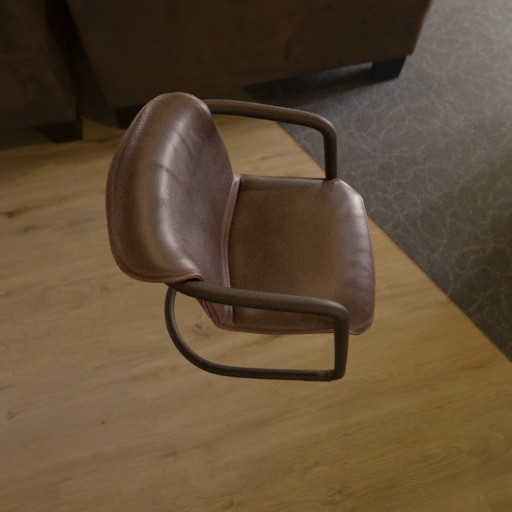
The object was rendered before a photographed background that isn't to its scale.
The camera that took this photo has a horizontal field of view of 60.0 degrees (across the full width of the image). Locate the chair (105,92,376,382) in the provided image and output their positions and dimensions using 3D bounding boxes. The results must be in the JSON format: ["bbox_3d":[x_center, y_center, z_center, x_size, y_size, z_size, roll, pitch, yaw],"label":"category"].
[{"bbox_3d":[0.000,0.000,1.262,0.664,0.836,0.536,1,63,1],"label":"chair"}]
